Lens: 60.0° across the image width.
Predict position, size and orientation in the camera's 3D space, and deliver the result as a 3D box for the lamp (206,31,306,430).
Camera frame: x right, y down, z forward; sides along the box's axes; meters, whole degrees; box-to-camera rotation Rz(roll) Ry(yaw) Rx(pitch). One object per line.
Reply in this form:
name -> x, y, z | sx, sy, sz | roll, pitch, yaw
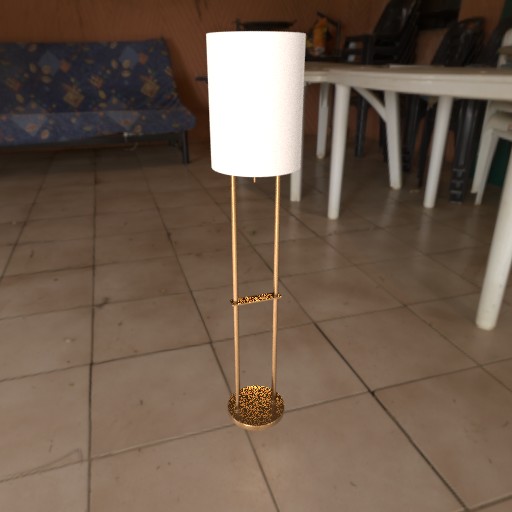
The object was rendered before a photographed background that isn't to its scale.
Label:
lamp -> 0.000, 0.000, 1.673 | 0.306, 1.500, 0.305 | -8, 25, -17
